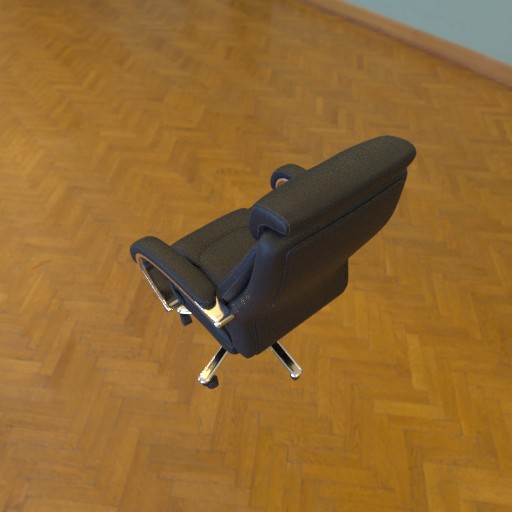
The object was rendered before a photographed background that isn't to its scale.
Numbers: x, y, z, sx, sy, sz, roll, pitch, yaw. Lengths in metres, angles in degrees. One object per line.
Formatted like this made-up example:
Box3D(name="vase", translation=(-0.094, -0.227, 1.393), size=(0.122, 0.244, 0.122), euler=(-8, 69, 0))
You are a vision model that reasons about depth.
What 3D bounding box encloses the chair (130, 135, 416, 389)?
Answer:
Box3D(name="chair", translation=(0.000, 0.000, 1.685), size=(0.755, 1.183, 0.790), euler=(-31, 55, -25))
